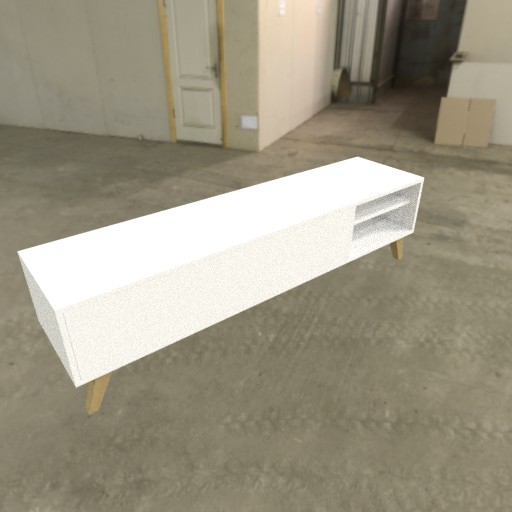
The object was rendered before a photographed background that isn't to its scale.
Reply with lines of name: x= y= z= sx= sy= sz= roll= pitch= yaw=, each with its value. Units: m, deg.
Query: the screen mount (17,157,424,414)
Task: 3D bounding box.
screen mount: x=0.000 y=0.000 z=1.841 sx=1.644 sy=0.432 sz=0.399 roll=-21 pitch=36 yaw=-32
